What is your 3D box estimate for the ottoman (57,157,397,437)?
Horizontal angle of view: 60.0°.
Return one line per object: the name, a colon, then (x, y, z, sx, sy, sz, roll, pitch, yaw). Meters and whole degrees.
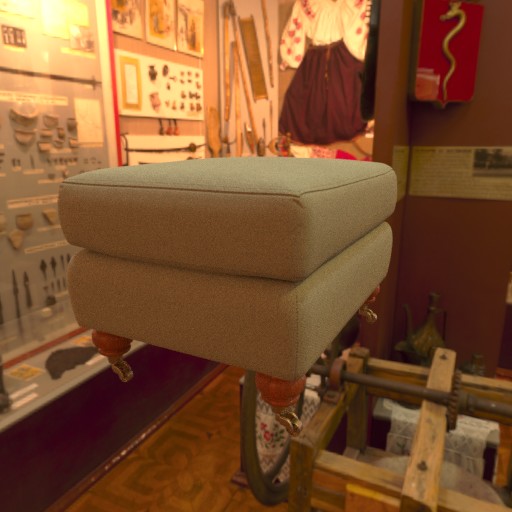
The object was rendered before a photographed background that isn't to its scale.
ottoman: (0.000, 0.000, 1.153, 0.569, 0.499, 0.773, 7, 16, 27)
